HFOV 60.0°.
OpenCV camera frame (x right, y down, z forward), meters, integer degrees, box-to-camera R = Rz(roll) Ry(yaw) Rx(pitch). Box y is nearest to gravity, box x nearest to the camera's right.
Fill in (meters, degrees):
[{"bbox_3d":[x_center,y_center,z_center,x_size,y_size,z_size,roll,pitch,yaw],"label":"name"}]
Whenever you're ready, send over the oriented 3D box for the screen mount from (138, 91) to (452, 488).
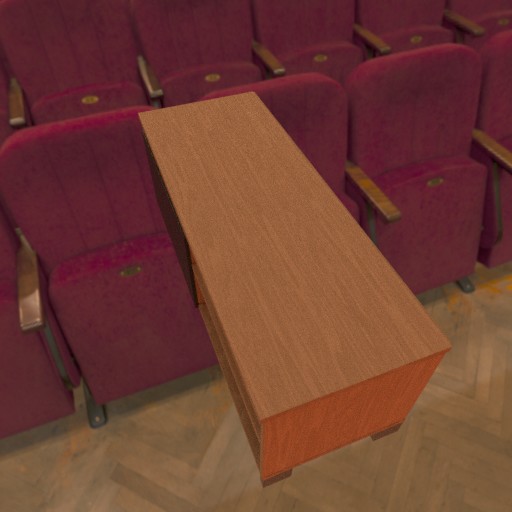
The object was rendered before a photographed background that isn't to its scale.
[{"bbox_3d":[0.000,0.000,1.309,0.406,0.432,1.084,-16,50,-14],"label":"screen mount"}]
